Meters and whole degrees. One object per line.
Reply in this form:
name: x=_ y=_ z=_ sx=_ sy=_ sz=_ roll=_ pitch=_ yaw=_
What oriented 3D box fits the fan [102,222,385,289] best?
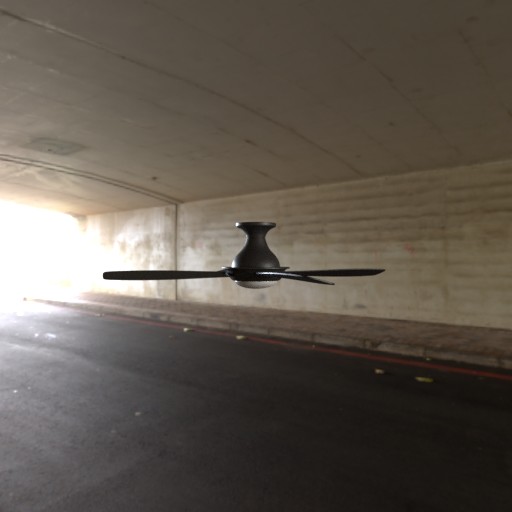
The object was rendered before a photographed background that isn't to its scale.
fan: x=0.000 y=0.000 z=2.589 sx=1.694 sy=0.382 sz=1.694 roll=0 pitch=0 yaw=-18
